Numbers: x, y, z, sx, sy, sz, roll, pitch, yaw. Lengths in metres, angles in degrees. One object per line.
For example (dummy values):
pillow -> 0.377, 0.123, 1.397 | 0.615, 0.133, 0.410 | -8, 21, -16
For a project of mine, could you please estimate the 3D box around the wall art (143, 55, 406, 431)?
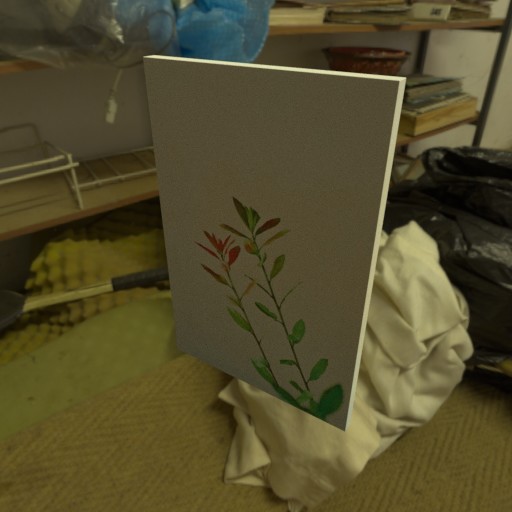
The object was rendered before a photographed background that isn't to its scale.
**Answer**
wall art -> 0.000, 0.000, 1.150 | 0.612, 0.915, 0.039 | 18, 35, 28
